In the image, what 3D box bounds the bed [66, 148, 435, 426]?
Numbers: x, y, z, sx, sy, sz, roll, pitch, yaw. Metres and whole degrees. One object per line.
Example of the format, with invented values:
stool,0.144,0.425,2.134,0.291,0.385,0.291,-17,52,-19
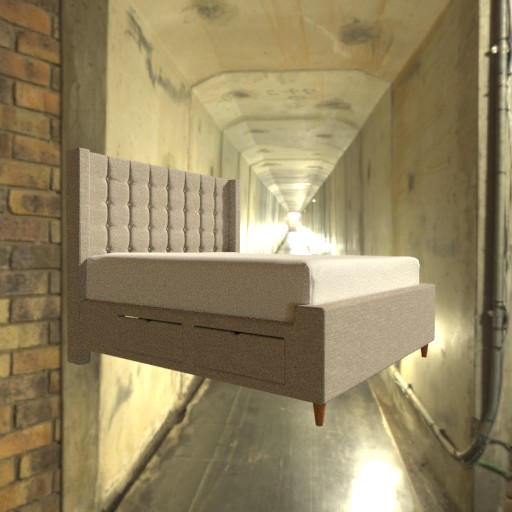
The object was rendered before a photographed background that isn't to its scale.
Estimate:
bed,0.000,0.000,3.740,2.372,1.748,2.044,0,1,37
